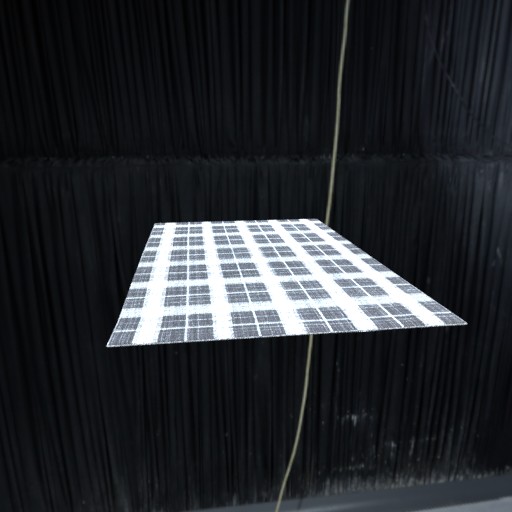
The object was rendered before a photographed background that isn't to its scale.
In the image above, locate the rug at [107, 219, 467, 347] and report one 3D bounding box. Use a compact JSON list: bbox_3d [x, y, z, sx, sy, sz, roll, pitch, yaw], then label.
[{"bbox_3d":[0.000,0.000,2.977,1.520,0.015,2.434,-2,16,-8],"label":"rug"}]
